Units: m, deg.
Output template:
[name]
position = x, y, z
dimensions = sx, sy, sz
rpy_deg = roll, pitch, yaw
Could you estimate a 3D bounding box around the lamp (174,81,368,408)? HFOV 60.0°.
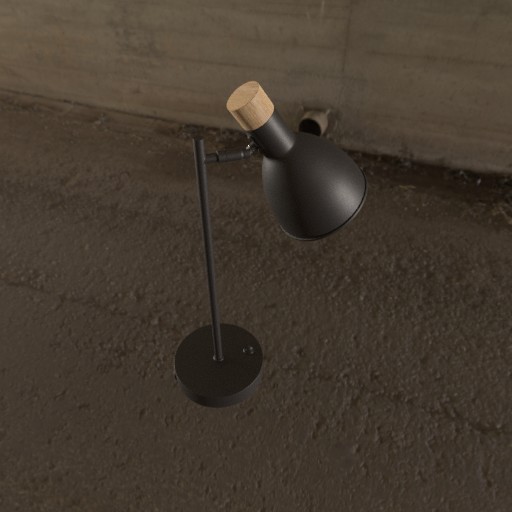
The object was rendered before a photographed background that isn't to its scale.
[lamp]
position = 0.000, 0.000, 0.622
dimensions = 0.287, 0.483, 0.152
rpy_deg = -11, 43, -13
